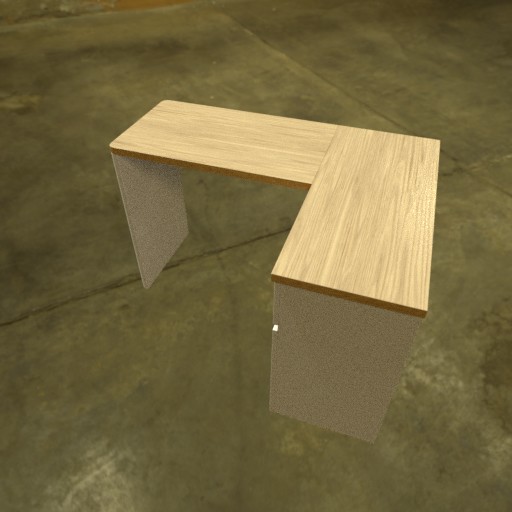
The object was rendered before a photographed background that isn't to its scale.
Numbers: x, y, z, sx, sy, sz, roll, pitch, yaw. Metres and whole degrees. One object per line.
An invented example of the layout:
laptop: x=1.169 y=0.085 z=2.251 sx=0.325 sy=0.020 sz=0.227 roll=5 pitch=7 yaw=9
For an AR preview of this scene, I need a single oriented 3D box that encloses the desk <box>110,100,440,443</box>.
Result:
desk: x=0.000 y=0.000 z=1.760 sx=1.170 sy=0.760 sz=0.900 roll=13 pitch=44 yaw=14
